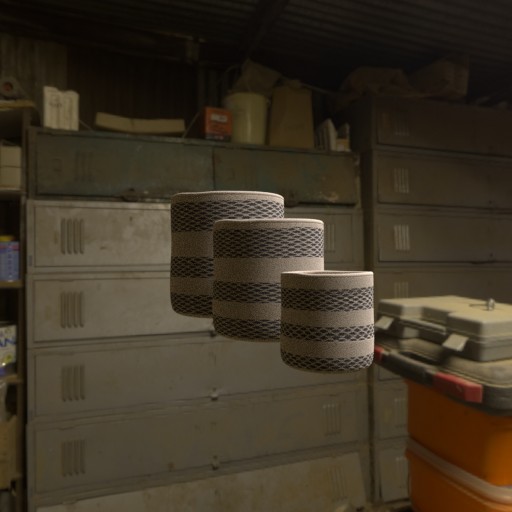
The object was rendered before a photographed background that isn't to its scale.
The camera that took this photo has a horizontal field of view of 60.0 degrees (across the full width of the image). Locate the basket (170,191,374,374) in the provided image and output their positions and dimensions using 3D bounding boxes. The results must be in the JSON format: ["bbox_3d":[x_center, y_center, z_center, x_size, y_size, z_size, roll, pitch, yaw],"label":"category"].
[{"bbox_3d":[0.000,0.000,1.098,0.351,0.356,0.917,0,0,-18],"label":"basket"}]
